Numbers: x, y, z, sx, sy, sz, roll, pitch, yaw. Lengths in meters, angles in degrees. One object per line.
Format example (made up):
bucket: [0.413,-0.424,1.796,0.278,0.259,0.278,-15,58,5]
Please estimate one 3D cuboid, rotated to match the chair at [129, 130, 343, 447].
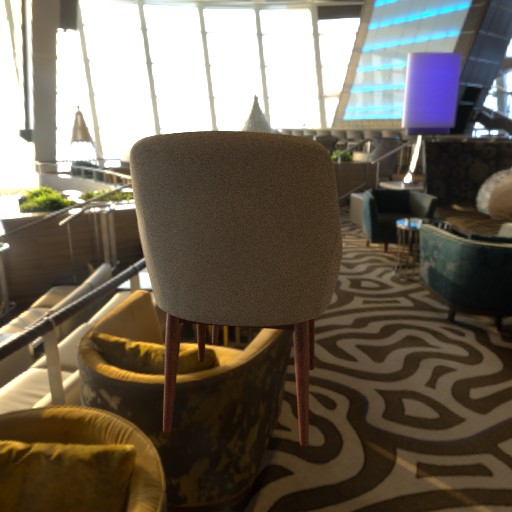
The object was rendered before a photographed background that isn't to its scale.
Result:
chair: [0.000,0.000,1.585,0.584,0.866,1.114,2,16,8]
